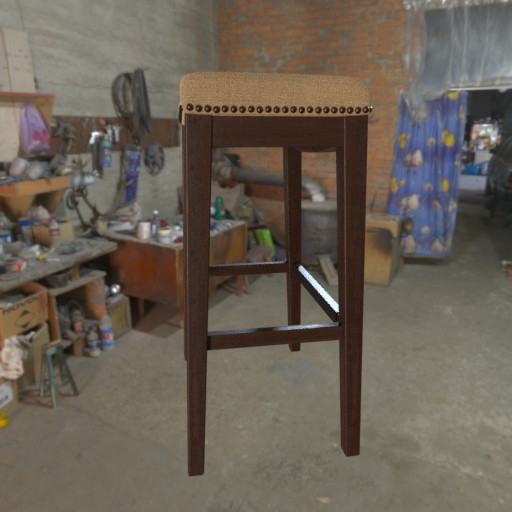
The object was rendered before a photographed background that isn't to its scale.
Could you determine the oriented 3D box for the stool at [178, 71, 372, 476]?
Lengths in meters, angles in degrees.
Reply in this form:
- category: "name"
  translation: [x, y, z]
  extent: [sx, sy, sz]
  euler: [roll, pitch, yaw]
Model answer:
- category: "stool"
  translation: [0.000, 0.000, 1.057]
  extent: [0.363, 0.768, 0.509]
  euler: [-3, 16, -9]
